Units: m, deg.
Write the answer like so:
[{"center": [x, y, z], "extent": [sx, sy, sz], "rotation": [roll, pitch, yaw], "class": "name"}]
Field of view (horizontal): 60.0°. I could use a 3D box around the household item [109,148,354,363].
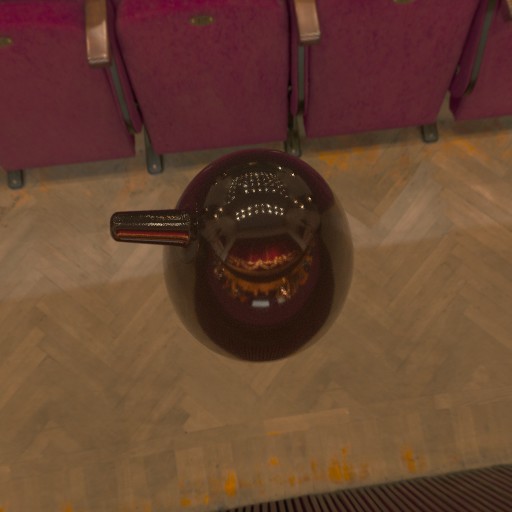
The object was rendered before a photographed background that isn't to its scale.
[{"center": [0.000, 0.000, 0.218], "extent": [0.104, 0.152, 0.102], "rotation": [-6, 76, -2], "class": "household item"}]
